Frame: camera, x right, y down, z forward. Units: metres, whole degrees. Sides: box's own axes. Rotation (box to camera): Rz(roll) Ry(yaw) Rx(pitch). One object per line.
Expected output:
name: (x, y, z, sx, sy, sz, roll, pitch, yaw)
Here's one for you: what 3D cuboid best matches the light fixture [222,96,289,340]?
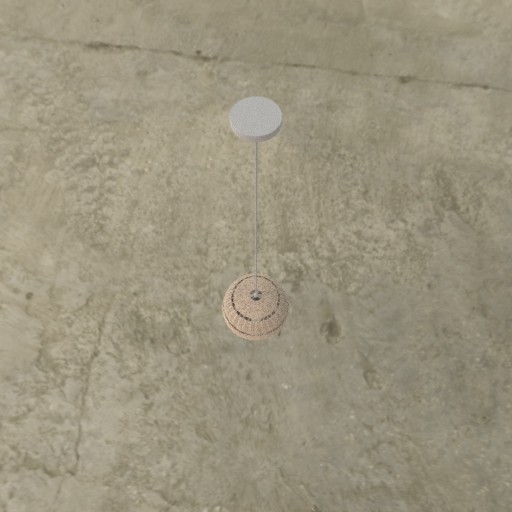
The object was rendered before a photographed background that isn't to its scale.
light fixture: (0.000, 0.000, 2.312, 0.457, 2.019, 0.457, 33, 68, 15)
